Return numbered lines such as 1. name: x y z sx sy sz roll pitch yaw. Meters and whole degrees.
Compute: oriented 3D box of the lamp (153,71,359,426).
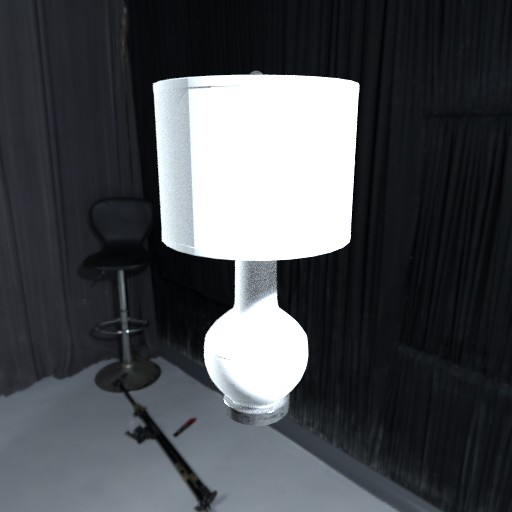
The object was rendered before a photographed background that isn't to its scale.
1. lamp: 0.000 0.000 0.868 0.357 0.673 0.357 -15 22 -41
